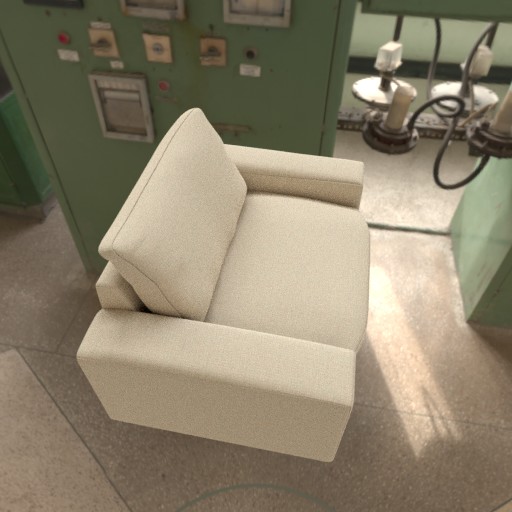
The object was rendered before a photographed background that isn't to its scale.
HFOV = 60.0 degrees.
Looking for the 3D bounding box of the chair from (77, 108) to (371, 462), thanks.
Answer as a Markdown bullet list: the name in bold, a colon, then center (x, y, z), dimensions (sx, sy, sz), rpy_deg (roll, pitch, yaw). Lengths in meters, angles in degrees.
- **chair**: center (0.000, 0.000, 2.037), dimensions (1.039, 0.915, 1.398), rpy_deg (8, 48, 7)
